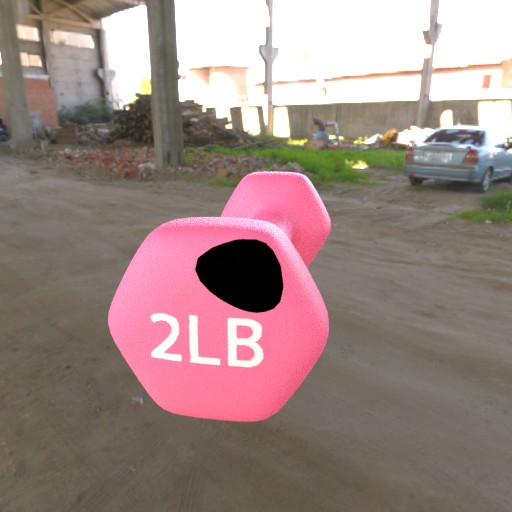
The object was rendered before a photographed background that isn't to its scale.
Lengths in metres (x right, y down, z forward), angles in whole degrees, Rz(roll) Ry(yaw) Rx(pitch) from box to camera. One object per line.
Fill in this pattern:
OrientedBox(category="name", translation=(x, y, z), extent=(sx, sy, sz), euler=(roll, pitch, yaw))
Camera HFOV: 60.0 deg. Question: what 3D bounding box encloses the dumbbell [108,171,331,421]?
OrientedBox(category="dumbbell", translation=(0.000, 0.000, 0.172), extent=(0.058, 0.053, 0.146), euler=(3, 17, 10))
